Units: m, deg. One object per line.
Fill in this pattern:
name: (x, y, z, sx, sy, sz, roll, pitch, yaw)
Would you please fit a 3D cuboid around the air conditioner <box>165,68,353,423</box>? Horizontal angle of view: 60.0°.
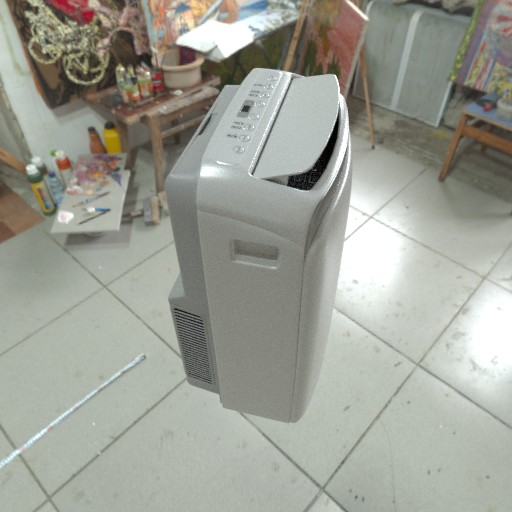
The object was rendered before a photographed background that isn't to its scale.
air conditioner: (0.000, 0.000, 1.071, 0.414, 0.786, 0.449, 10, 47, 9)
